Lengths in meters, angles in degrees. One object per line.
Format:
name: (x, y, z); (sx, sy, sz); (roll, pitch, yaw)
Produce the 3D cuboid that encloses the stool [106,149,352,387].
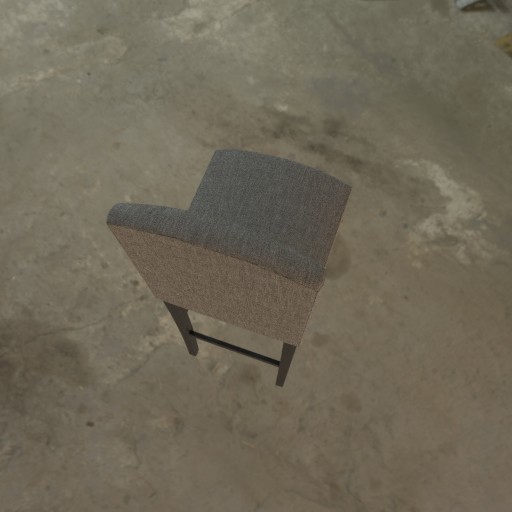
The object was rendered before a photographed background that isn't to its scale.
stool: (0.000, 0.000, 1.421); (0.451, 1.138, 0.552); (18, 65, 8)
